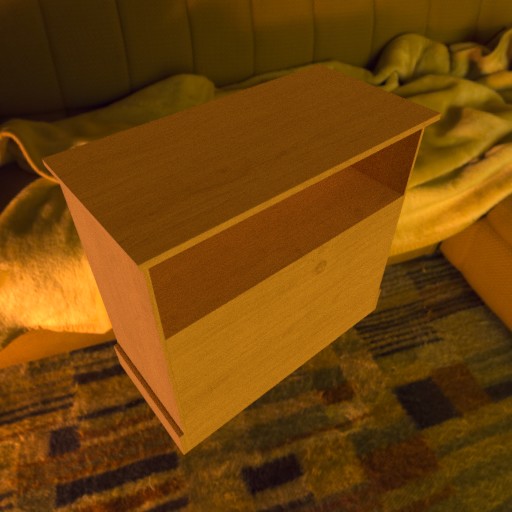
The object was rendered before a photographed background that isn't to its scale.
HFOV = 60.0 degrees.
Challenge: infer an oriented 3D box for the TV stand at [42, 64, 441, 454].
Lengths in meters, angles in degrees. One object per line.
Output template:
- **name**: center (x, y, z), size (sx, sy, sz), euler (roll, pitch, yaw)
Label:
- **TV stand**: center (0.000, 0.000, 1.306), size (0.851, 0.787, 0.430), euler (-30, 51, -27)
